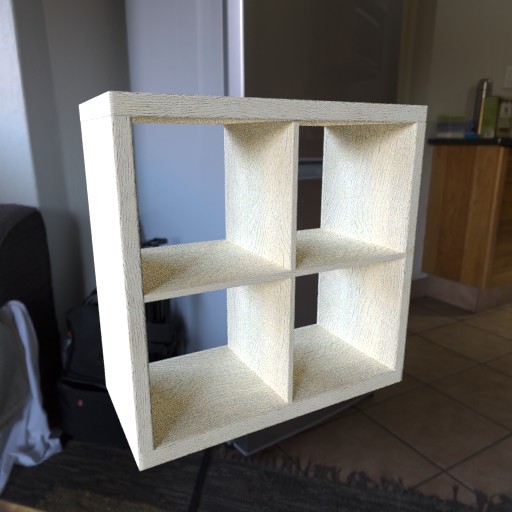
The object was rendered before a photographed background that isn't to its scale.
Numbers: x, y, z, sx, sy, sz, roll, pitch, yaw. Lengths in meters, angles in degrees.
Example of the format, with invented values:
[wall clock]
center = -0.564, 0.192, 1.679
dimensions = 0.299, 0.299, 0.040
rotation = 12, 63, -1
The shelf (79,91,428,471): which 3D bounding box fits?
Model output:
[shelf]
center = 0.000, 0.000, 1.219
dimensions = 0.790, 0.786, 0.390
rotation = -8, 17, -27
